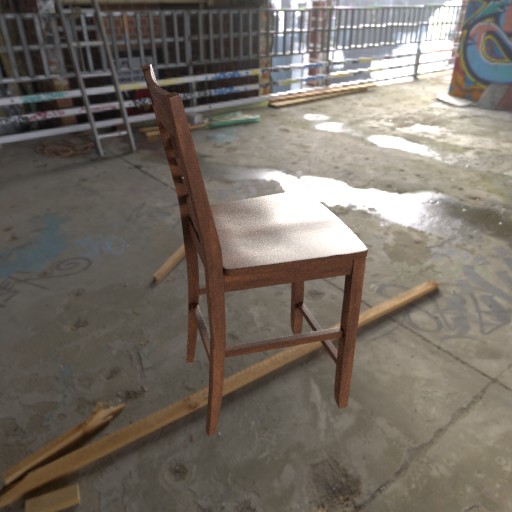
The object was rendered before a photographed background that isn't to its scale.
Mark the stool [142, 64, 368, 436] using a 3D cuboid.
[{"bbox_3d":[0.000,0.000,1.391,0.539,1.079,0.462,-10,32,-16],"label":"stool"}]
